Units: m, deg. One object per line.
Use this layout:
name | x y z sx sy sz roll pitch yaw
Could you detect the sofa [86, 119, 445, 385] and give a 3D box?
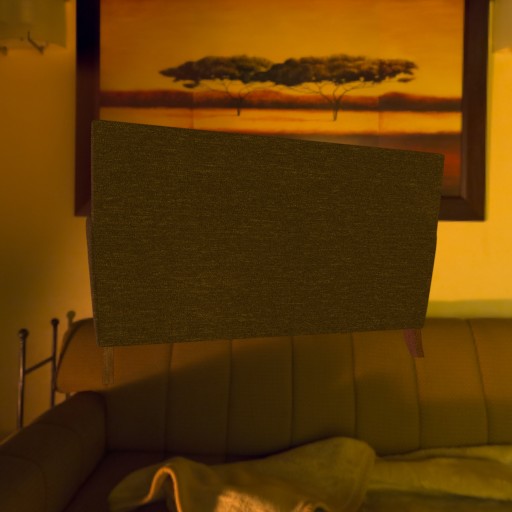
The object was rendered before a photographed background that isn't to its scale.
sofa | 0.000 0.000 2.078 1.509 0.905 0.867 0 -1 -19
